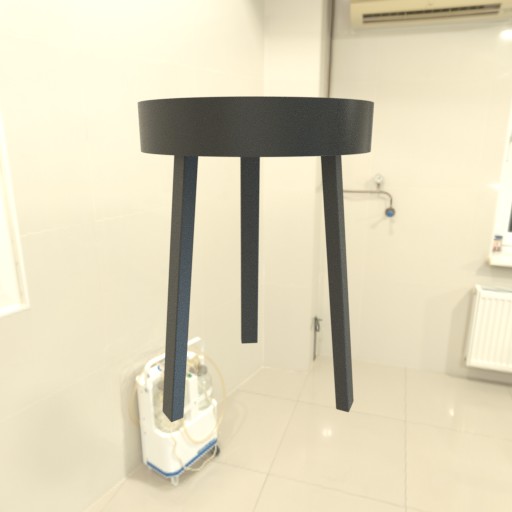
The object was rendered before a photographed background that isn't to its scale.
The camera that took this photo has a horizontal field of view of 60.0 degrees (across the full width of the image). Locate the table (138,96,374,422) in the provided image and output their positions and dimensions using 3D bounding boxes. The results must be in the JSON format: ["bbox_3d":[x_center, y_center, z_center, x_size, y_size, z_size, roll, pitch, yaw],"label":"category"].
[{"bbox_3d":[0.000,0.000,0.862,0.406,0.559,0.406,0,16,0],"label":"table"}]
